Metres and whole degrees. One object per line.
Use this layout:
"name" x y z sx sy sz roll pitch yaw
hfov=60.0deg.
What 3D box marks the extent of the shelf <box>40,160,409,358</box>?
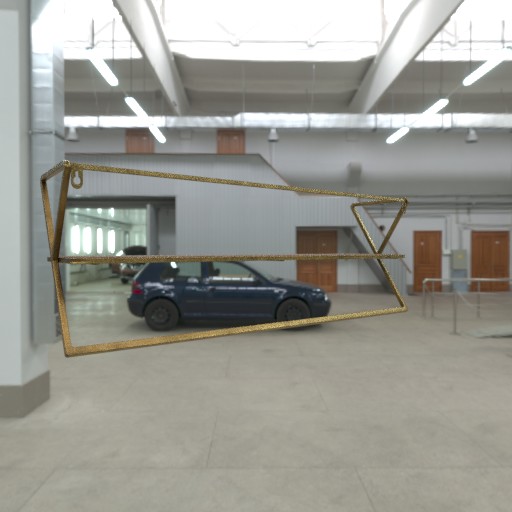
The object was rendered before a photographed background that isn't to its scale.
"shelf" 0.000 0.000 0.756 0.645 0.229 0.150 -1 1 -36
